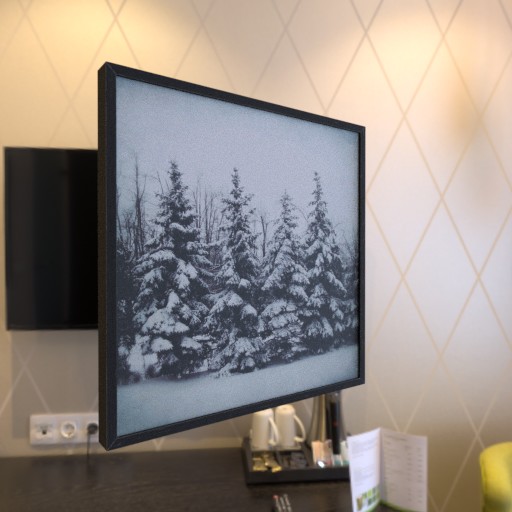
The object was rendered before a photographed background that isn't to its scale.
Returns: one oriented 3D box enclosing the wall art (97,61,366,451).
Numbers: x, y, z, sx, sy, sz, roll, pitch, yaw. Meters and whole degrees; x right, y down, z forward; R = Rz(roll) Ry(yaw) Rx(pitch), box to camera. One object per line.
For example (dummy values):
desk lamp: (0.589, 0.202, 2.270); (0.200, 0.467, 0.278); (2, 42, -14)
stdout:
wall art: (0.000, 0.000, 0.737); (0.506, 0.506, 0.036); (0, 1, -36)
